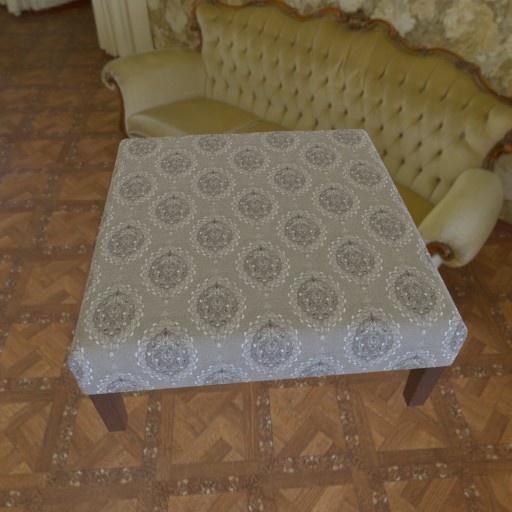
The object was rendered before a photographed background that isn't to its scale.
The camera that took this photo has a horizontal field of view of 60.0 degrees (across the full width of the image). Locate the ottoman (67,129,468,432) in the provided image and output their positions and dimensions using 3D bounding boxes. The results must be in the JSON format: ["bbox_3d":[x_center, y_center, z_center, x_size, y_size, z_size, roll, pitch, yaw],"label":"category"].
[{"bbox_3d":[0.000,0.000,1.379,0.889,0.411,0.890,-4,46,-4],"label":"ottoman"}]
